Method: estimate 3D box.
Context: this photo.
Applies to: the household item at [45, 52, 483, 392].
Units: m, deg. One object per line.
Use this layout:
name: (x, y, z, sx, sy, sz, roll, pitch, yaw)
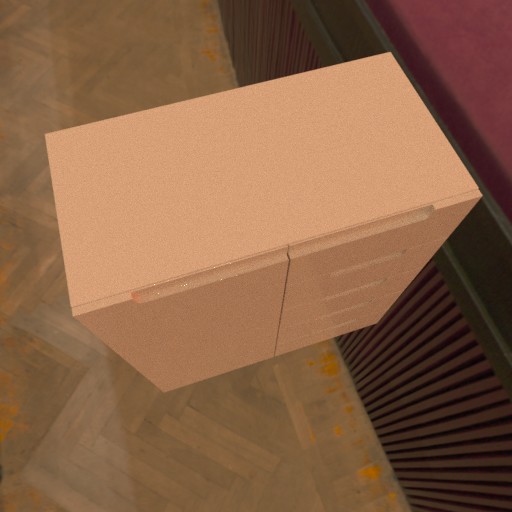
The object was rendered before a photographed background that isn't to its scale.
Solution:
household item: (0.000, 0.000, 1.293, 0.800, 0.870, 0.420, -16, 65, -8)
